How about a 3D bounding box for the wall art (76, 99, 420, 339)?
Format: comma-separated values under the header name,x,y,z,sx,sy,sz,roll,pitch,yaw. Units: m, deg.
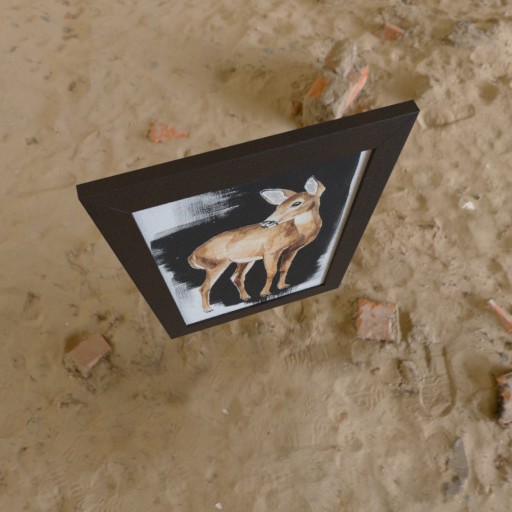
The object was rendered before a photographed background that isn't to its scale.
name,x,y,z,sx,sy,sz,roll,pitch,yaw
wall art,0.000,0.000,0.678,0.359,0.513,0.017,-16,66,-8
